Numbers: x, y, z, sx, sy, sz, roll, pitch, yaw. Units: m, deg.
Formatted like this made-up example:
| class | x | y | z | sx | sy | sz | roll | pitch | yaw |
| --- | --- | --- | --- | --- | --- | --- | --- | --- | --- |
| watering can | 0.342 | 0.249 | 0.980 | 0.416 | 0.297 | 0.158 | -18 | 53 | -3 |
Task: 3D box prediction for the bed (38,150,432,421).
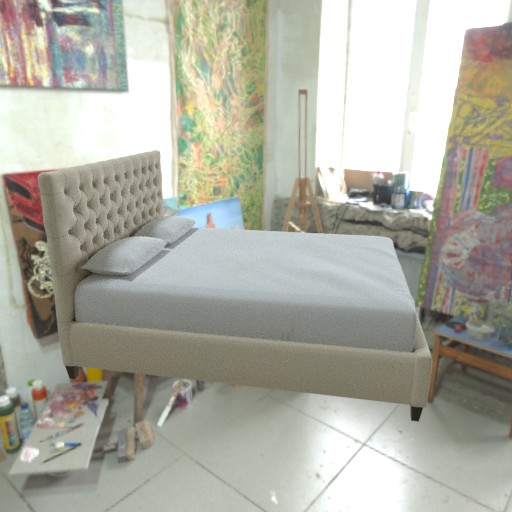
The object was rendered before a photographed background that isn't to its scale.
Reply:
| class | x | y | z | sx | sy | sz | roll | pitch | yaw |
| --- | --- | --- | --- | --- | --- | --- | --- | --- | --- |
| bed | 0.000 | 0.000 | 3.416 | 2.387 | 1.427 | 1.698 | 4 | 18 | 11 |
